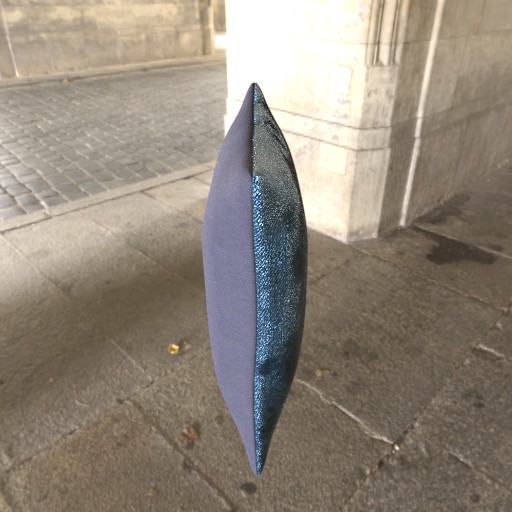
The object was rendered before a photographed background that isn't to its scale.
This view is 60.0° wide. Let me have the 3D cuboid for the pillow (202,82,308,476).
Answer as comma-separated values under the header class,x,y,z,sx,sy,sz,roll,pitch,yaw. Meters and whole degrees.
class,x,y,z,sx,sy,sz,roll,pitch,yaw
pillow,0.000,0.000,0.668,0.138,0.430,0.436,0,31,0
